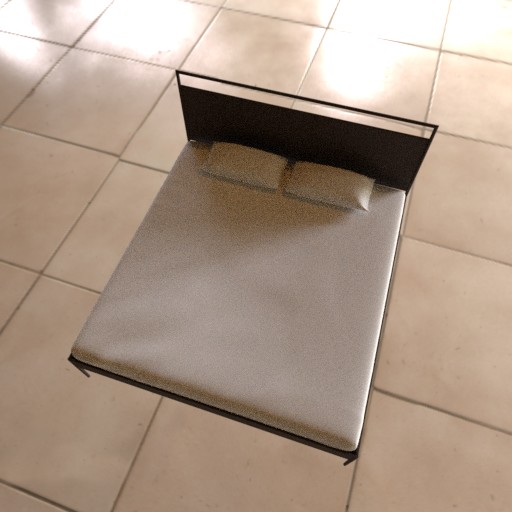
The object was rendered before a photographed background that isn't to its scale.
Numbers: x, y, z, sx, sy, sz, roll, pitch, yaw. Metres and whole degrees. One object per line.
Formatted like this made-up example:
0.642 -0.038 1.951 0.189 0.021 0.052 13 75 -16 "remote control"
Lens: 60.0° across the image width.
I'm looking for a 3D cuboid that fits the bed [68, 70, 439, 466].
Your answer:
0.000 0.000 3.220 1.993 1.173 2.151 15 60 9 "bed"
